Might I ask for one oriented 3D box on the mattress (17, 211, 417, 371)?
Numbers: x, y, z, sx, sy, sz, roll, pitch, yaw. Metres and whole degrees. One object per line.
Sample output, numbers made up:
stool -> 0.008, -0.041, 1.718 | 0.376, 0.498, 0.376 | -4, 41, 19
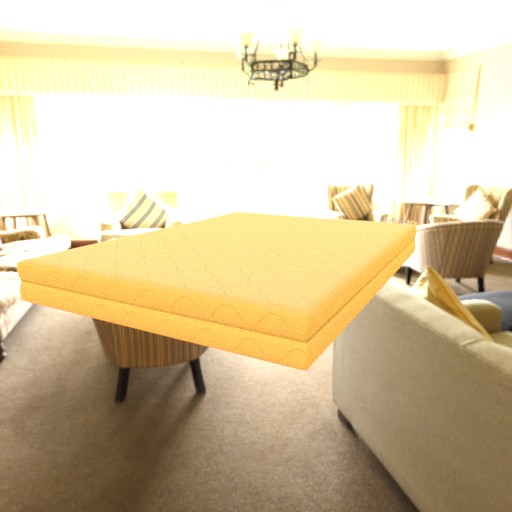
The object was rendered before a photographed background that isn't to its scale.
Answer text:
mattress -> 0.000, 0.000, 2.472 | 1.400, 0.200, 1.900 | 7, 15, 28
